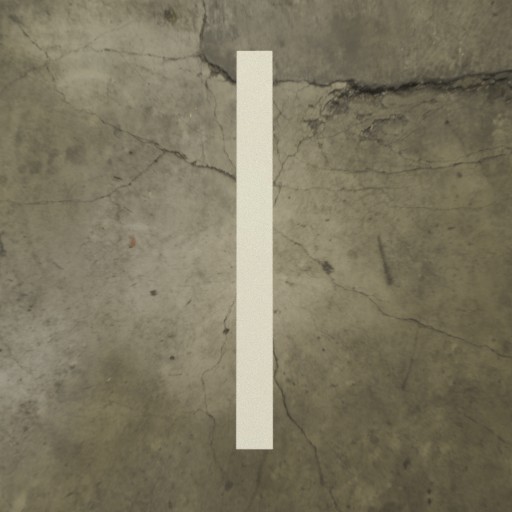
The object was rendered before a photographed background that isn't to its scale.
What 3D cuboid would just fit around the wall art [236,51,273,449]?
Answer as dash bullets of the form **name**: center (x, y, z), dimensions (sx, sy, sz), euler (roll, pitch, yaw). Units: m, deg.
- **wall art**: center (0.000, 0.000, 0.759), dimensions (0.038, 0.611, 0.408), euler (0, 88, 0)
